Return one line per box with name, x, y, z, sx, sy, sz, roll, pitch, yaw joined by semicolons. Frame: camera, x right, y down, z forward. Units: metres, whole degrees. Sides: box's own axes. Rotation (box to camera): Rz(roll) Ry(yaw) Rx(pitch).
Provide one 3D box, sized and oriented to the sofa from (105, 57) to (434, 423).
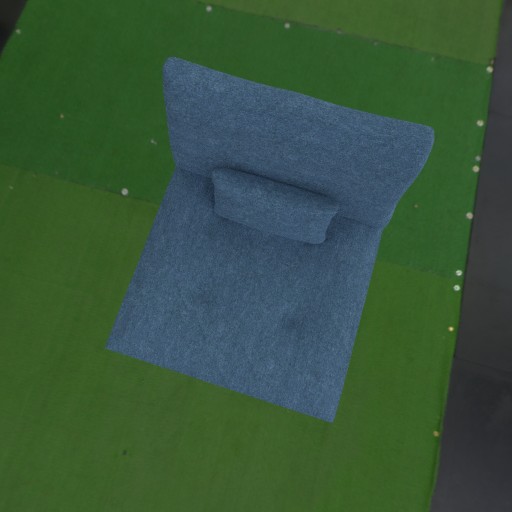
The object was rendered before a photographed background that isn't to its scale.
sofa;0.000;0.000;1.685;0.930;0.820;1.000;17;76;4
